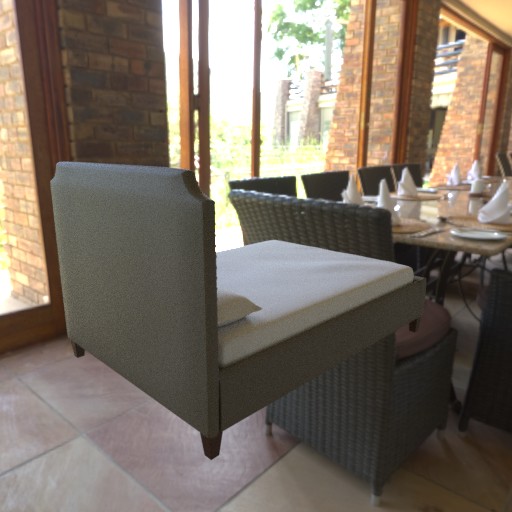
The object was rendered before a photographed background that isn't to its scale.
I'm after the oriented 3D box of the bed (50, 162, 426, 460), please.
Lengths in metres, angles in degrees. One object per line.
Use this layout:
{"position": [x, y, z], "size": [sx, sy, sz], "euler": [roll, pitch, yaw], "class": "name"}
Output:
{"position": [0.000, 0.000, 3.396], "size": [2.372, 1.443, 1.712], "euler": [-14, 19, -43], "class": "bed"}
